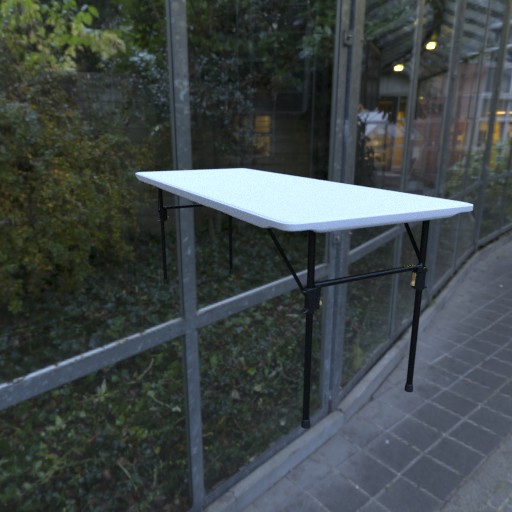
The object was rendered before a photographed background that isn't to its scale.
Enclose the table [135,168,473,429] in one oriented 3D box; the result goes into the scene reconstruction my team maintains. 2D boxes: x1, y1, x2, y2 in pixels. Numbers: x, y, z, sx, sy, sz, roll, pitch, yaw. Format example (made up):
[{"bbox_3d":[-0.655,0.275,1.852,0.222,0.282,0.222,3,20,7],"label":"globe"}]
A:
[{"bbox_3d":[0.000,0.000,2.211,0.761,0.719,1.829,-8,17,-26],"label":"table"}]
